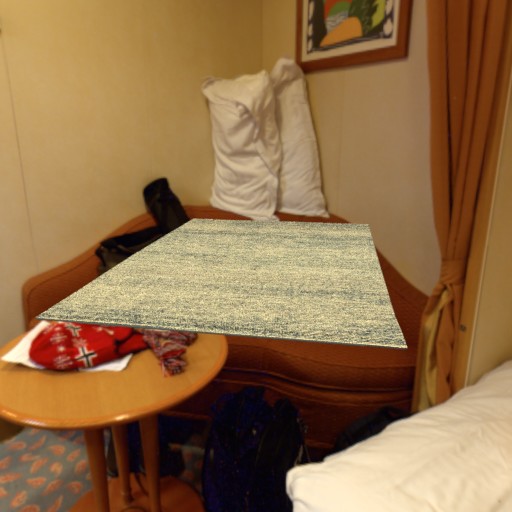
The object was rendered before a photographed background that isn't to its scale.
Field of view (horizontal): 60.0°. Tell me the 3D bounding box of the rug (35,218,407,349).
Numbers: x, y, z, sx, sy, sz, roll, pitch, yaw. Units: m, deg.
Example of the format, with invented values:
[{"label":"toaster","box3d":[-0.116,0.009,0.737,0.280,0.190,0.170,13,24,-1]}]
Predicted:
[{"label":"rug","box3d":[0.000,0.000,2.972,1.624,0.030,2.349,3,16,10]}]
